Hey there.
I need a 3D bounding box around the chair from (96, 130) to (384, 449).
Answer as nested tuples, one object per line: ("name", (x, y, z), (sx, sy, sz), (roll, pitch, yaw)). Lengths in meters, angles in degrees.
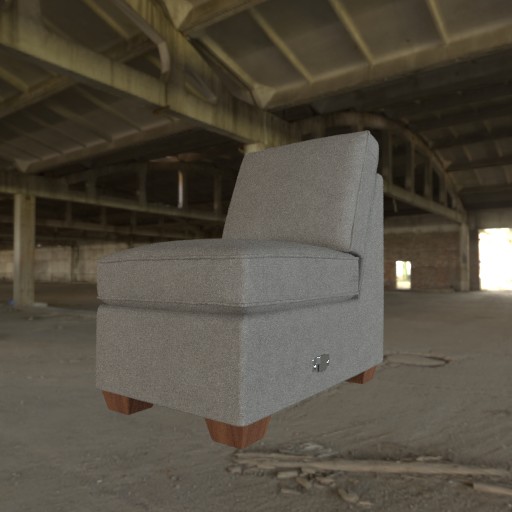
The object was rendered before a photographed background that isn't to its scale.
("chair", (0.000, 0.000, 1.580), (0.621, 0.970, 0.938), (-1, -2, 36))
